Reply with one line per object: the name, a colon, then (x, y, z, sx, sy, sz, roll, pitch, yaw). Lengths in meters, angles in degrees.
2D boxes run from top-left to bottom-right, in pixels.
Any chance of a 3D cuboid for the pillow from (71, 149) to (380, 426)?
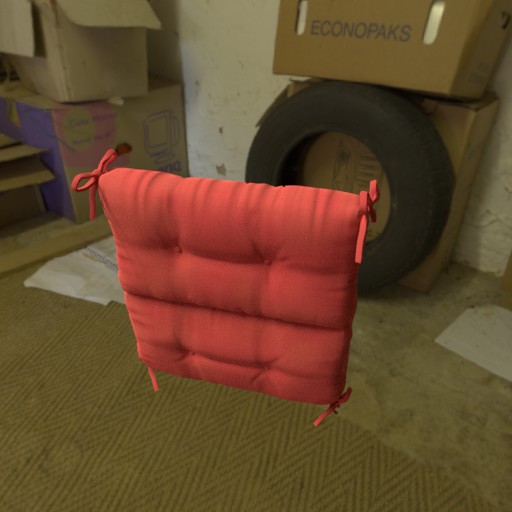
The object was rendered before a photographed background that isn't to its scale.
pillow: (0.000, 0.000, 1.042, 0.519, 0.605, 0.571, 8, 33, 13)
